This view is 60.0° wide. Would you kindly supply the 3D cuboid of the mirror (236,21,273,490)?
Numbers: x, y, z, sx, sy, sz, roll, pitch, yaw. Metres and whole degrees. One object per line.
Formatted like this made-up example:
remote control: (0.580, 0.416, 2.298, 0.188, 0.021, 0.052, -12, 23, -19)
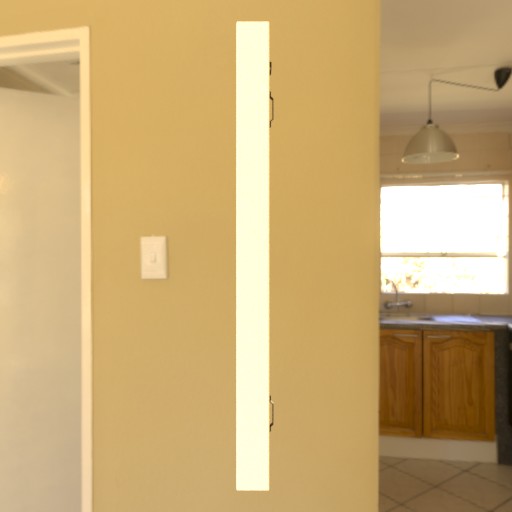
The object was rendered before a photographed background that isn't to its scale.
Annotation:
mirror: (0.000, 0.000, 0.682, 0.041, 0.508, 0.405, 0, 0, 0)
